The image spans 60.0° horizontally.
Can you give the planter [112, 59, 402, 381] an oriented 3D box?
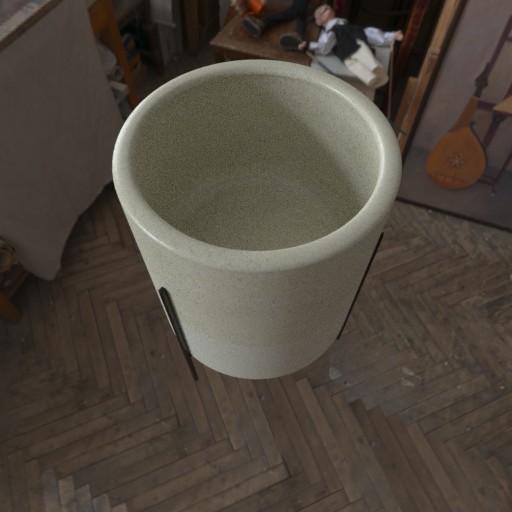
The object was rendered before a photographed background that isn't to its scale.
[{"bbox_3d":[0.000,0.000,0.704,0.324,0.483,0.333,-14,59,-9],"label":"planter"}]
